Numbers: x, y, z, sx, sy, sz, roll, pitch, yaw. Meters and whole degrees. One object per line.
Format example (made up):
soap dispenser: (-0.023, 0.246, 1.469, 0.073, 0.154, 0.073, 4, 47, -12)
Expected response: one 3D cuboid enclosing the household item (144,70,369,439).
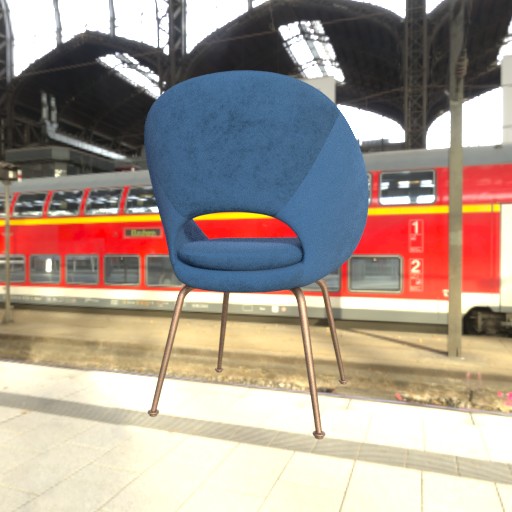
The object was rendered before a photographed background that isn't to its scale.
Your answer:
household item: (0.000, 0.000, 1.276, 0.623, 0.852, 0.573, 0, 1, 18)
